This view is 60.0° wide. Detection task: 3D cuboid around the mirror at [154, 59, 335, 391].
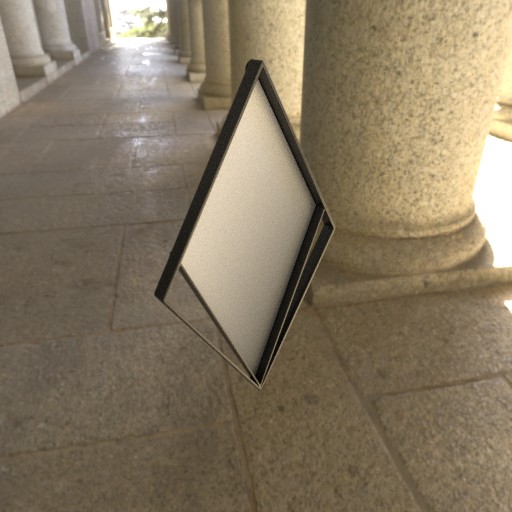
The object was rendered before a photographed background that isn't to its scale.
[{"bbox_3d":[0.000,0.000,0.835,0.419,0.679,0.032,-23,36,-35],"label":"mirror"}]
